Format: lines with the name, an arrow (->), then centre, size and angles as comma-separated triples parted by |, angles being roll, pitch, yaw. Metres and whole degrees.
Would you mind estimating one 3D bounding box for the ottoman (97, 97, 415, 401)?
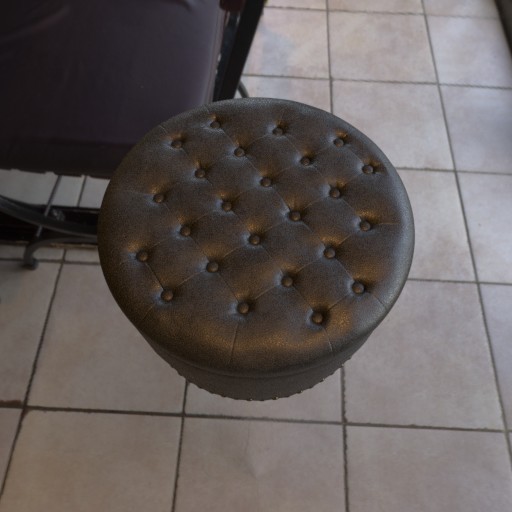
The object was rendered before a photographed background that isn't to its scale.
ottoman -> 0.000, 0.000, 1.062 | 0.637, 0.442, 0.637 | 0, 63, 0
